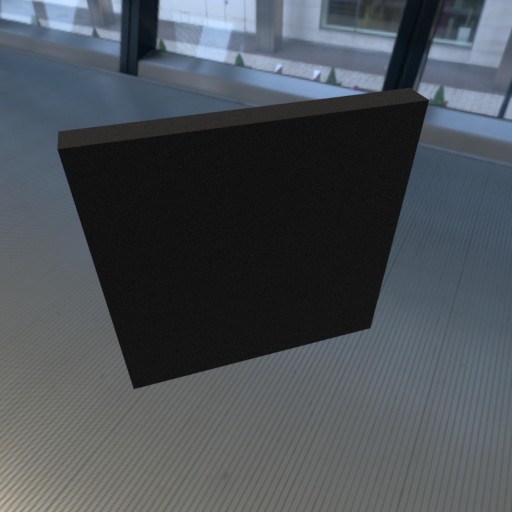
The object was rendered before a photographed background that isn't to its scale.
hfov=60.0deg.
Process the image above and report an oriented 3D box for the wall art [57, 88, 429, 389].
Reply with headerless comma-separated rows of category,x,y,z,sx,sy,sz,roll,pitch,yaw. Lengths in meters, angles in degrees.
wall art,0.000,0.000,0.462,0.308,0.305,0.030,-12,42,-13
